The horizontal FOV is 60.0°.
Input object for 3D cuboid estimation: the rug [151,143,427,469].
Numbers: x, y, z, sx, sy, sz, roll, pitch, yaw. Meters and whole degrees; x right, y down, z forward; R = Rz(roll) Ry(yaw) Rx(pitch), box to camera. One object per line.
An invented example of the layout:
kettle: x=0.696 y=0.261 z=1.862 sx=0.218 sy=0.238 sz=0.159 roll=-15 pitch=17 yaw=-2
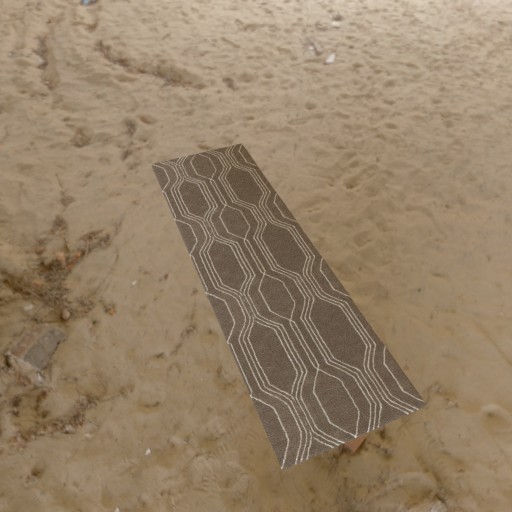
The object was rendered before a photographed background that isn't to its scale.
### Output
rug: x=0.000 y=0.000 z=2.822 sx=0.773 sy=0.012 sz=2.464 roll=-17 pitch=49 yaw=-15
